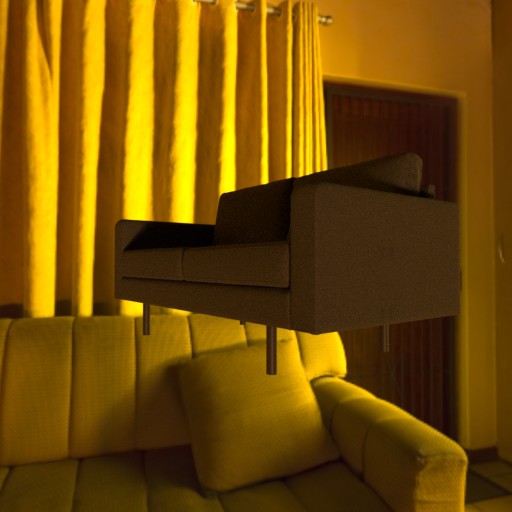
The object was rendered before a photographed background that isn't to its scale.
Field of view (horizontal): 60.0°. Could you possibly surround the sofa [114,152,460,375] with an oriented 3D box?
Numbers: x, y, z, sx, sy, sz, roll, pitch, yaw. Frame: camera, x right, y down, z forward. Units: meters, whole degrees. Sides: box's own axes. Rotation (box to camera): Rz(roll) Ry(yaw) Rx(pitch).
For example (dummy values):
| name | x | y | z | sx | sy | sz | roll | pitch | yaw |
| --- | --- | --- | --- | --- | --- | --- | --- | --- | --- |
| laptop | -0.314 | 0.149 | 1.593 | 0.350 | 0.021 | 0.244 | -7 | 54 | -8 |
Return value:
| name | x | y | z | sx | sy | sz | roll | pitch | yaw |
| --- | --- | --- | --- | --- | --- | --- | --- | --- | --- |
| sofa | 0.000 | 0.000 | 2.305 | 0.889 | 0.897 | 1.730 | 1 | -1 | -38 |
